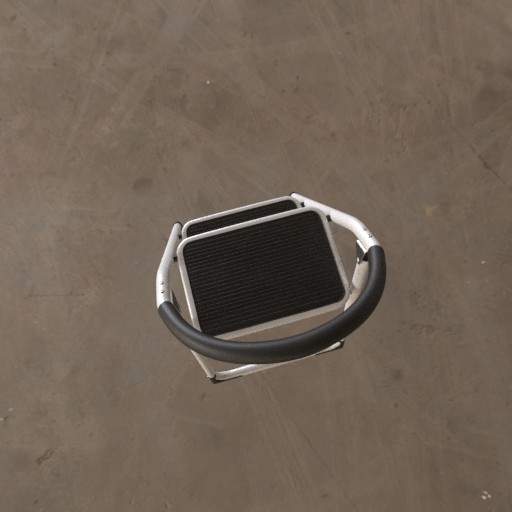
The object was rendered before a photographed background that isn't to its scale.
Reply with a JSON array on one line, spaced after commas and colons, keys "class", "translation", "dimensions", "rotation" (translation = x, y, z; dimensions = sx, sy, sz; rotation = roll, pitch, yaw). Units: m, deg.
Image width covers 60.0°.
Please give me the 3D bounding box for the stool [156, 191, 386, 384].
[{"class": "stool", "translation": [0.000, 0.000, 1.126], "dimensions": [0.453, 0.760, 0.559], "rotation": [-15, 76, -4]}]
